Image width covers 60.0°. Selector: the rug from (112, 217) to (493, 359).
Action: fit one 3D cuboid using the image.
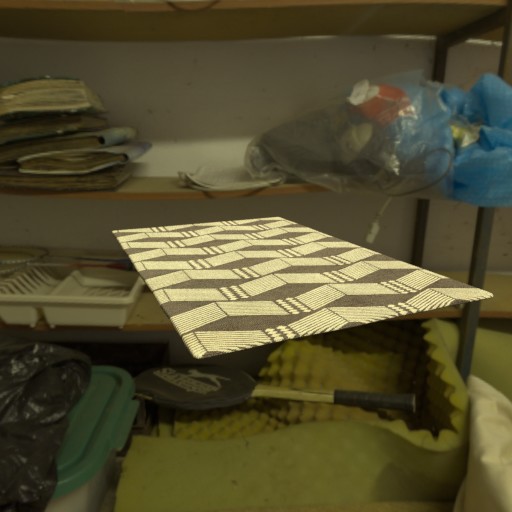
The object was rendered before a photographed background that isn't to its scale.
[{"bbox_3d":[0.000,0.000,2.286,1.210,0.016,1.833,-7,17,-23],"label":"rug"}]
